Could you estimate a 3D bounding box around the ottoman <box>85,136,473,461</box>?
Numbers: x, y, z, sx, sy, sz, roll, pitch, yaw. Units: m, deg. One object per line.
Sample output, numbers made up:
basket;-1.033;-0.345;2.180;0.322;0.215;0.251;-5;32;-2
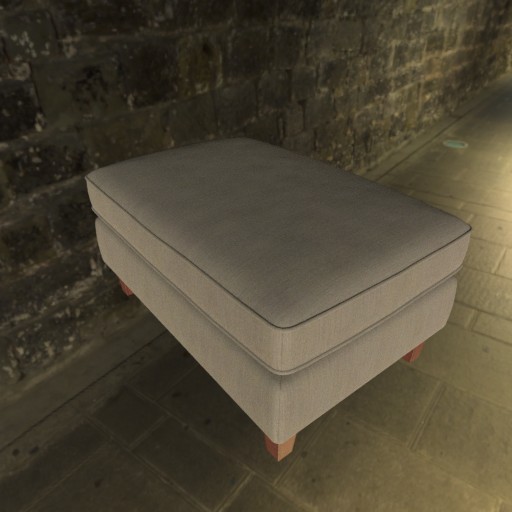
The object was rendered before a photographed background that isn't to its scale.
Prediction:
ottoman;0.000;0.000;1.290;0.636;0.480;0.941;-22;38;-32
